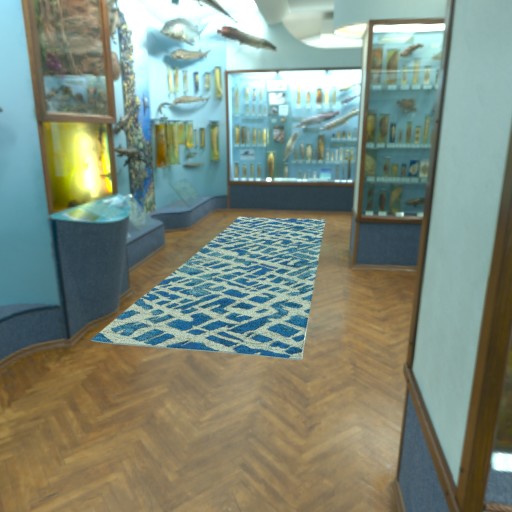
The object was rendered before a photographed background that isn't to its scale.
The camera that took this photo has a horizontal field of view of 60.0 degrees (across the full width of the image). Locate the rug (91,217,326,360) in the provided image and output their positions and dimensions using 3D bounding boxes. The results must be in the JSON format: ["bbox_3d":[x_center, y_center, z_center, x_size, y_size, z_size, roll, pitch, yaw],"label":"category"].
[{"bbox_3d":[0.000,0.000,2.704,0.768,0.011,2.446,3,16,10],"label":"rug"}]
